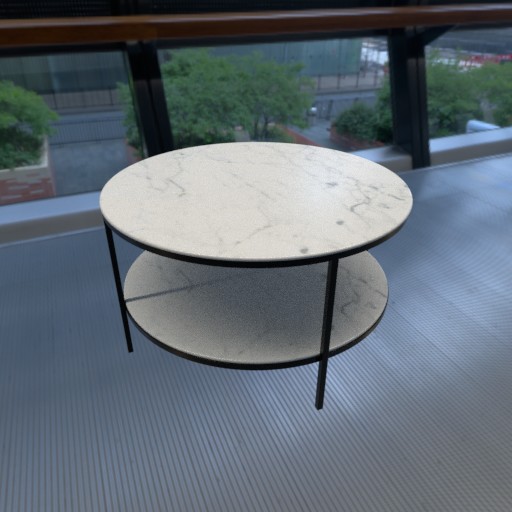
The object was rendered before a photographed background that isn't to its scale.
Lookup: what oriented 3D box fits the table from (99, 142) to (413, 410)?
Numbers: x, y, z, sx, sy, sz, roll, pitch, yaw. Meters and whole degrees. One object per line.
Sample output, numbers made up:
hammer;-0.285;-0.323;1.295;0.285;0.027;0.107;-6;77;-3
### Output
table;0.000;0.000;1.293;0.800;0.450;0.800;0;30;0
